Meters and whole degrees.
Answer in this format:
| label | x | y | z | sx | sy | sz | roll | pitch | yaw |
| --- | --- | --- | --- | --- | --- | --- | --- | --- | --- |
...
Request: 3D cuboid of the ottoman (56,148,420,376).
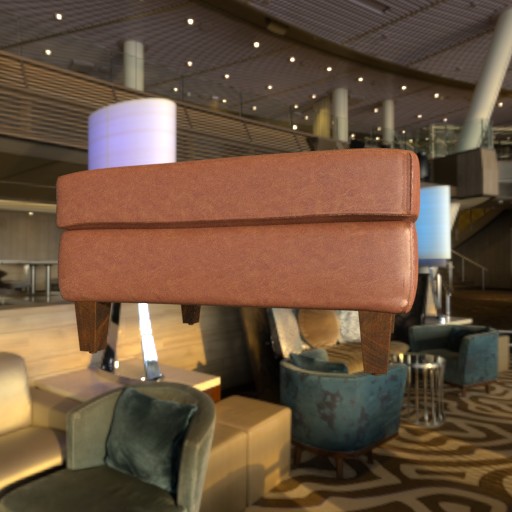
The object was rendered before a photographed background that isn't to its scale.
| label | x | y | z | sx | sy | sz | roll | pitch | yaw |
| --- | --- | --- | --- | --- | --- | --- | --- | --- | --- |
| ottoman | 0.000 | 0.000 | 1.238 | 0.851 | 0.485 | 0.650 | 0 | -1 | 18 |
